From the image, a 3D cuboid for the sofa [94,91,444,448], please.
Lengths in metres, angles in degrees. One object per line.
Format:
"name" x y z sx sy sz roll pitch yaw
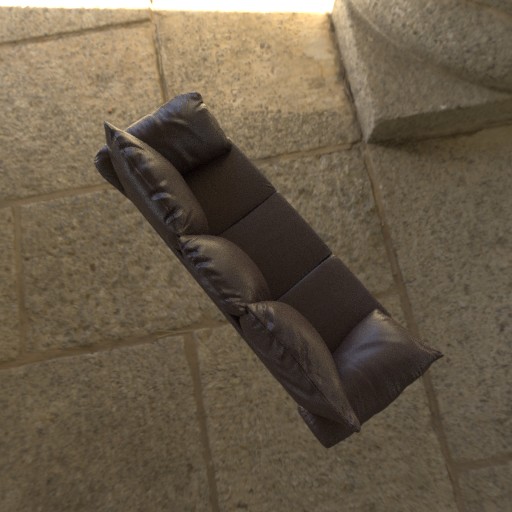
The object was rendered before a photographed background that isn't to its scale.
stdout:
"sofa" 0.000 0.000 2.904 0.907 1.091 2.390 -39 79 -9
